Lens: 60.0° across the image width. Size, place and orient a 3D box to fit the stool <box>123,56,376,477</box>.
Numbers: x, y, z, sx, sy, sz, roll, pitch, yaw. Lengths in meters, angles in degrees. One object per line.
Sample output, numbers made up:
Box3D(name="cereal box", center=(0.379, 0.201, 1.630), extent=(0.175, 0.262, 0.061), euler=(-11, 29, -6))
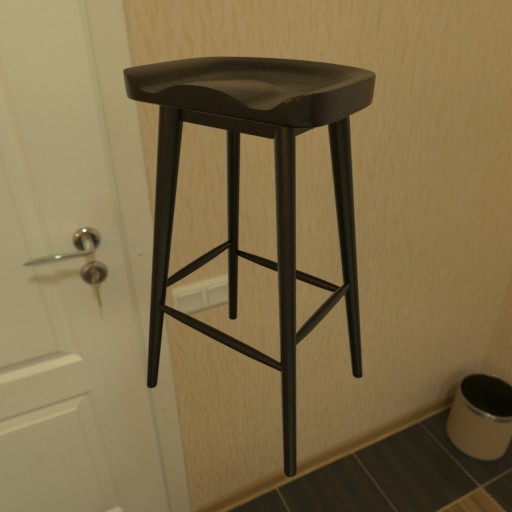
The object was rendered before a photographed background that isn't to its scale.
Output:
Box3D(name="stool", center=(0.000, 0.000, 0.955), extent=(0.440, 0.749, 0.361), euler=(20, 36, 30))
